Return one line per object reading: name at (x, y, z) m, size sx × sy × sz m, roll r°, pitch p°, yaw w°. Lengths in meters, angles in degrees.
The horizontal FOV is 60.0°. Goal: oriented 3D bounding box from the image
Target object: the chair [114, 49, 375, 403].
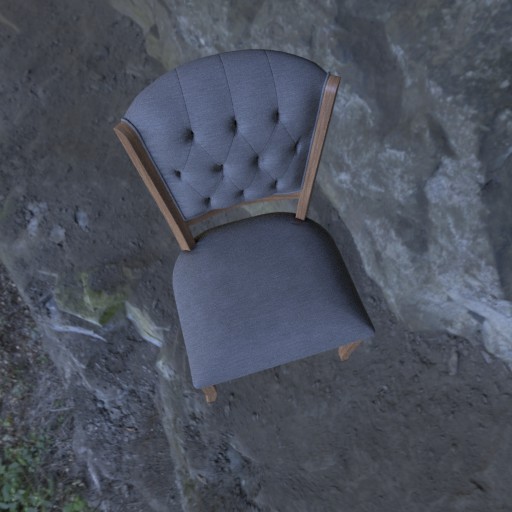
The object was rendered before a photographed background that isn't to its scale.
chair at (0.000, 0.000, 1.235) m, size 0.513 × 0.905 × 0.584 m, roll -15°, pitch 66°, yaw -7°
